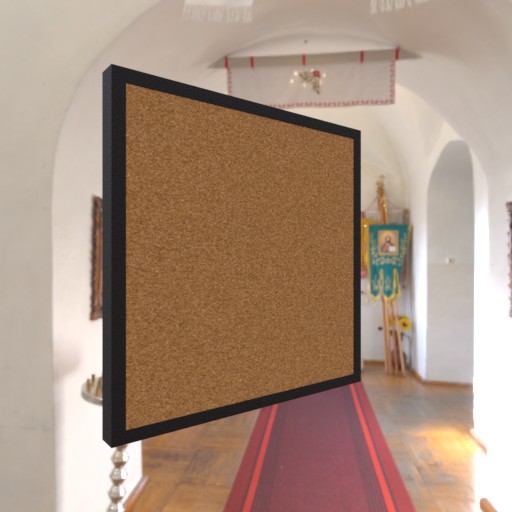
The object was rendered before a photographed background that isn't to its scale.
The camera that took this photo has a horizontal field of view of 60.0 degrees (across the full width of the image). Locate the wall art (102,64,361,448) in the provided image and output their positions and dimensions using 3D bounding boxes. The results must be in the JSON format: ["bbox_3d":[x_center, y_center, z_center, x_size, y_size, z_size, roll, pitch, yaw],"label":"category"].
[{"bbox_3d":[0.000,0.000,0.749,0.506,0.503,0.036,0,0,-38],"label":"wall art"}]
